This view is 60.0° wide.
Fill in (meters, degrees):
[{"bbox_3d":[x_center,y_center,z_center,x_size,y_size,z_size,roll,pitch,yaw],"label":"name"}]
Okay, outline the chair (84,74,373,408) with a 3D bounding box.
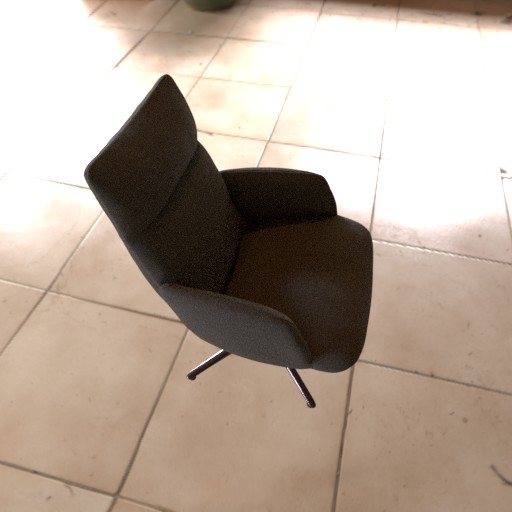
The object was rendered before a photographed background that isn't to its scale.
[{"bbox_3d":[0.000,0.000,1.534,0.831,0.984,0.702,10,49,9],"label":"chair"}]
